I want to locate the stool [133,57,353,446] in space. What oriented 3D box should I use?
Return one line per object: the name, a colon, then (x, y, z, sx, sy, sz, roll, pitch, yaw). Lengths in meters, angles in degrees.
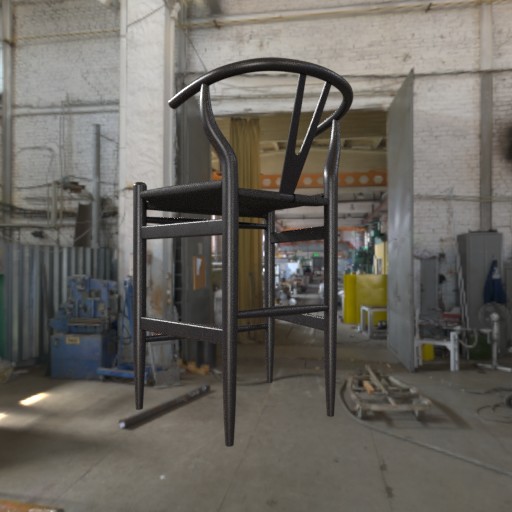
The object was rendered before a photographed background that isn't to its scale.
stool: (0.000, 0.000, 1.354, 0.569, 0.970, 0.579, 1, -1, -36)
